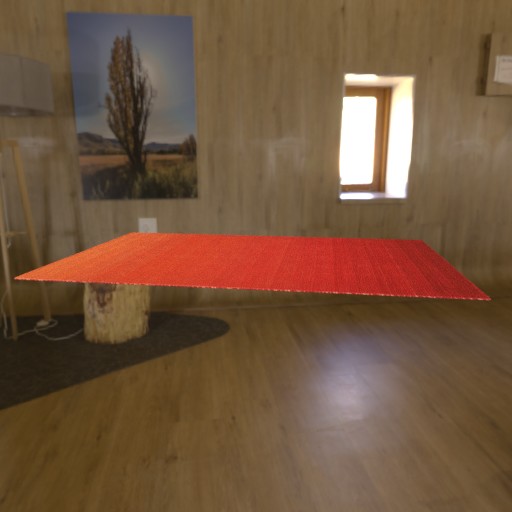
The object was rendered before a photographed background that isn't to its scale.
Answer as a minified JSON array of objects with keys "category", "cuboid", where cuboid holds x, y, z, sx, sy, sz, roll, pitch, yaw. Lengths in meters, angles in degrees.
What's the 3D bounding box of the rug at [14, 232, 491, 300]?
[{"category":"rug","cuboid":[0.000,0.000,2.973,2.442,0.010,1.531,2,13,8]}]
